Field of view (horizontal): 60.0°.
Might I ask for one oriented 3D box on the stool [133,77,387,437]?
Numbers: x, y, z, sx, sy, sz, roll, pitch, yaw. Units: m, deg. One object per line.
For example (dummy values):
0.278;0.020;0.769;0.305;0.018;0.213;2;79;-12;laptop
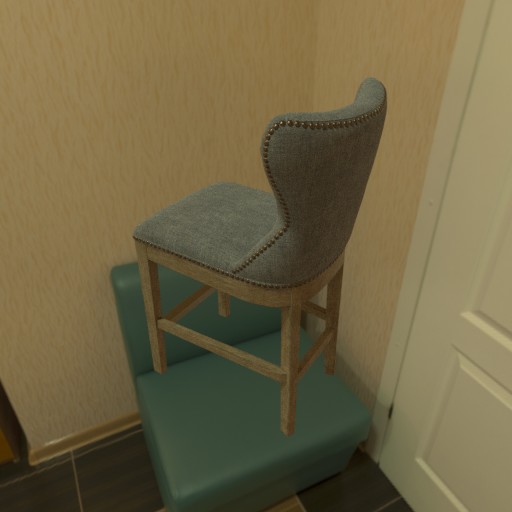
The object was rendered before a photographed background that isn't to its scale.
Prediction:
0.000;0.000;1.319;0.608;0.981;0.498;20;38;28;stool
